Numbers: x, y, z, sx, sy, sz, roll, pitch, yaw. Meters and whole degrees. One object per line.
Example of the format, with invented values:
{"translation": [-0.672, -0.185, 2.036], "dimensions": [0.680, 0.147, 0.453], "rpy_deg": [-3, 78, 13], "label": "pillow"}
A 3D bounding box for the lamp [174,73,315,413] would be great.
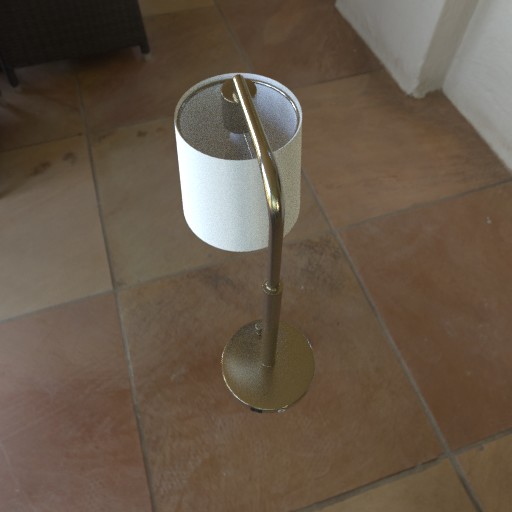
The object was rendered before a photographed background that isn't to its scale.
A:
{"translation": [0.000, 0.000, 0.633], "dimensions": [0.171, 0.489, 0.333], "rpy_deg": [-13, 59, -8], "label": "lamp"}
